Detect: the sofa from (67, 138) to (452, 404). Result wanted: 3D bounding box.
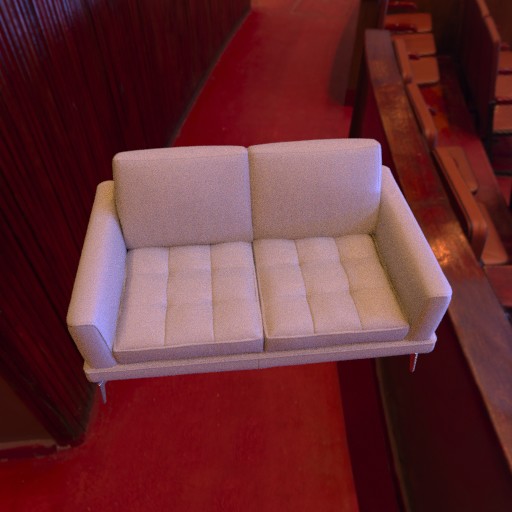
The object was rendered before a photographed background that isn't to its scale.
[{"bbox_3d":[0.000,0.000,2.458,1.819,0.930,1.121,-4,46,-4],"label":"sofa"}]
